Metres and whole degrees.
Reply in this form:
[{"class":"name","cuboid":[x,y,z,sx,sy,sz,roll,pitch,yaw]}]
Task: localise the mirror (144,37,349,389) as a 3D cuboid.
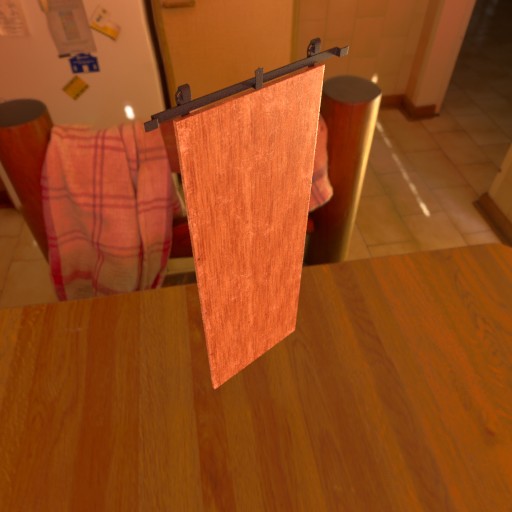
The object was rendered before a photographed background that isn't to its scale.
[{"class":"mirror","cuboid":[0.000,0.000,2.048,0.847,1.793,0.042,-31,54,-26]}]
